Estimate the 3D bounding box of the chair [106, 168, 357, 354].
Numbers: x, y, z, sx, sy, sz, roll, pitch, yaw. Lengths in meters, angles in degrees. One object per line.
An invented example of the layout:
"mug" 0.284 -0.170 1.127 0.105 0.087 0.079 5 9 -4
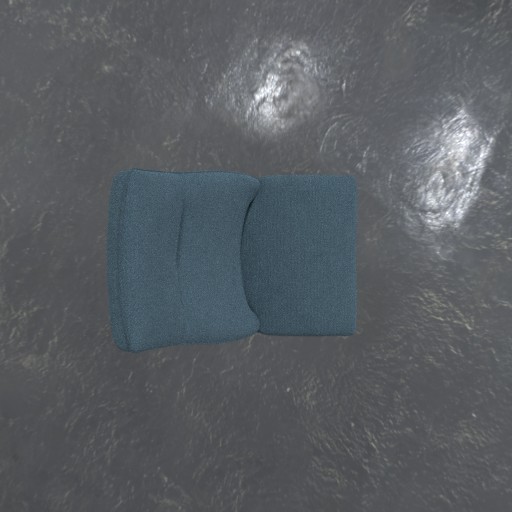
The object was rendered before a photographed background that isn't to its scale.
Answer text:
"chair" 0.000 0.000 1.342 0.620 0.930 0.500 0 91 0
